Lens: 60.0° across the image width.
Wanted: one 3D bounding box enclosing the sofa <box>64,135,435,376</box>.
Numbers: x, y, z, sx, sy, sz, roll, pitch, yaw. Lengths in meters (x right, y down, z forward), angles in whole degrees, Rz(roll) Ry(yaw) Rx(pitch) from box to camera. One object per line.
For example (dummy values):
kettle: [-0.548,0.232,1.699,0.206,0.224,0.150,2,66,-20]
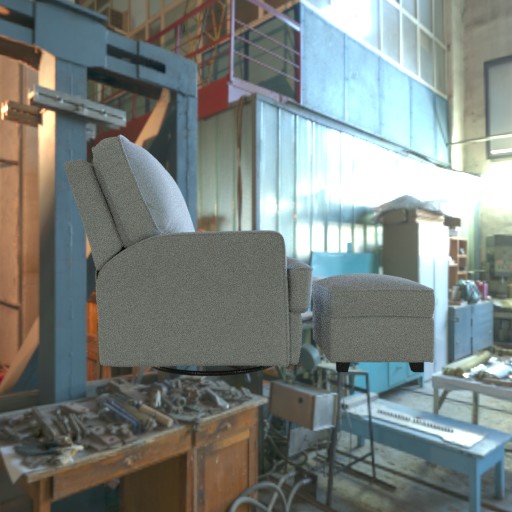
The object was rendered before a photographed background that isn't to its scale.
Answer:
sofa: [0.000,0.000,2.062,1.472,0.959,0.861,0,0,0]
